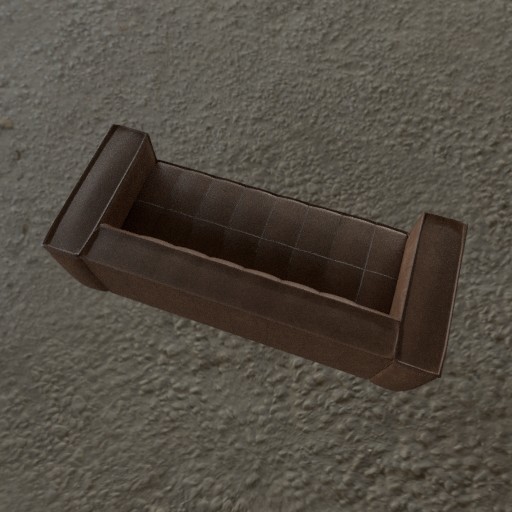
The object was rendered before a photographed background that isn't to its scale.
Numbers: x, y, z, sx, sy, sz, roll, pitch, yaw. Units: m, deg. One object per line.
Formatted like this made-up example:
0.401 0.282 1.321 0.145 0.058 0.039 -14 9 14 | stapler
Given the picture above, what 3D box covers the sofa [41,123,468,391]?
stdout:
0.000 0.000 3.129 2.581 0.701 1.102 17 67 8 | sofa
